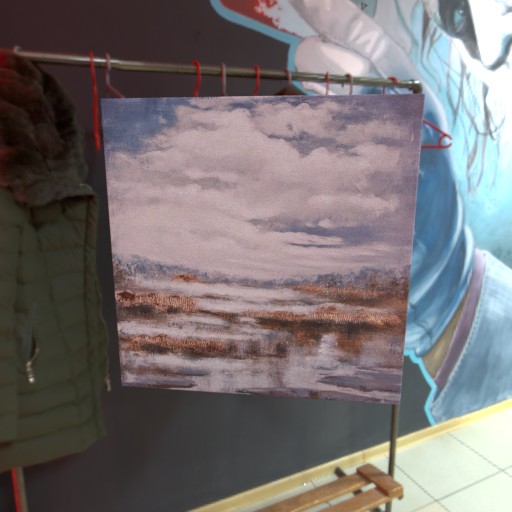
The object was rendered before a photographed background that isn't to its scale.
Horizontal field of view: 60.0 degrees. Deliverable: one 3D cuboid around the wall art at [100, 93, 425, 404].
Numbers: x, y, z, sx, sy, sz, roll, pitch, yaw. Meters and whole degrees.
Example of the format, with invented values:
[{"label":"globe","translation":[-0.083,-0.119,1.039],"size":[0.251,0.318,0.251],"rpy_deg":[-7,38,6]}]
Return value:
[{"label":"wall art","translation":[0.000,0.000,1.500],"size":[1.010,1.020,0.040],"rpy_deg":[2,13,7]}]
